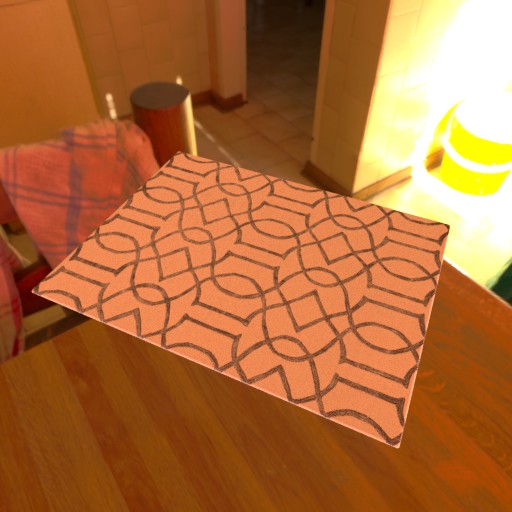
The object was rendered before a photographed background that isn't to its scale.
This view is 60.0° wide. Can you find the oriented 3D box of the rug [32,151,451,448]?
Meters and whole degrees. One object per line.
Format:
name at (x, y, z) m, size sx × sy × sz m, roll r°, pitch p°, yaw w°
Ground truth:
rug at (0.000, 0.000, 3.783) m, size 2.910 × 0.021 × 2.211 m, roll 18°, pitch 49°, yaw 17°
